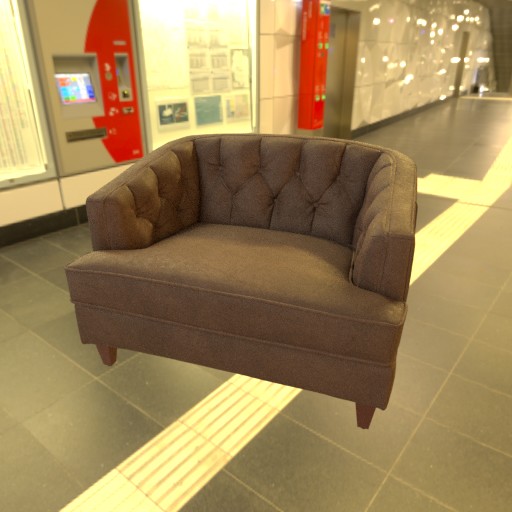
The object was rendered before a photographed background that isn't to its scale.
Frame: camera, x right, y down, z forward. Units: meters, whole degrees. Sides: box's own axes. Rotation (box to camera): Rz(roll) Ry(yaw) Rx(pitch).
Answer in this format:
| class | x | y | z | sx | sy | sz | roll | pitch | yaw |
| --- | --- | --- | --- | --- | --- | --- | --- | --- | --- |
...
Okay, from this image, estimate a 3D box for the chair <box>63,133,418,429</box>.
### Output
| class | x | y | z | sx | sy | sz | roll | pitch | yaw |
| --- | --- | --- | --- | --- | --- | --- | --- | --- | --- |
| chair | 0.000 | 0.000 | 1.700 | 1.118 | 0.787 | 0.914 | 8 | 25 | 17 |
